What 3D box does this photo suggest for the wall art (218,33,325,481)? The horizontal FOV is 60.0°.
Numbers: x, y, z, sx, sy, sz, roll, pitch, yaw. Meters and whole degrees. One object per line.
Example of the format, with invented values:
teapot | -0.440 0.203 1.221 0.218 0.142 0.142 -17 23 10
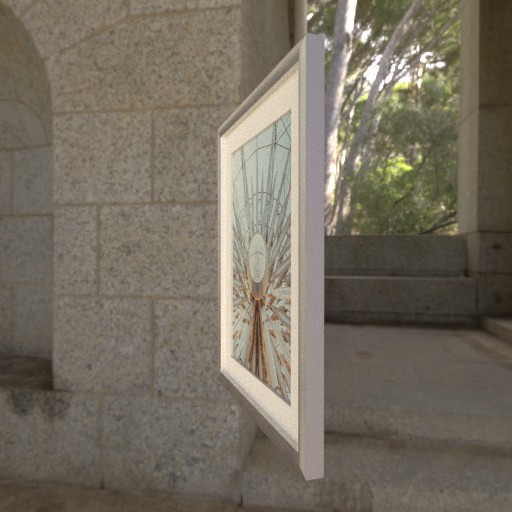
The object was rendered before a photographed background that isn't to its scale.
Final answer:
wall art | 0.000 0.000 0.772 0.029 0.558 0.458 0 1 -19
